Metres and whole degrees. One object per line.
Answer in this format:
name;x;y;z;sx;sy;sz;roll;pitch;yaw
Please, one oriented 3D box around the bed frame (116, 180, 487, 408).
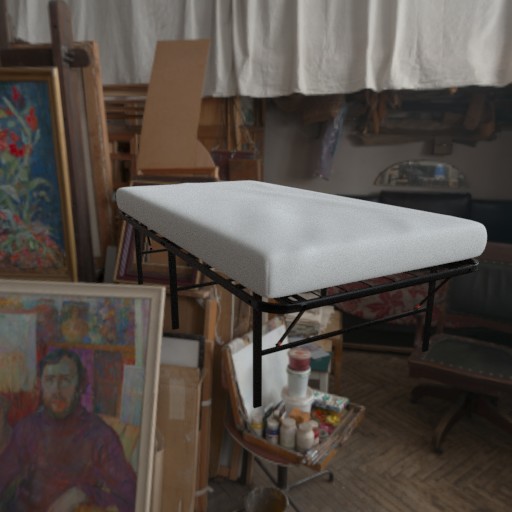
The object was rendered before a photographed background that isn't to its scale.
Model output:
bed frame;0.000;0.000;2.298;0.989;0.619;1.903;-8;17;-28
